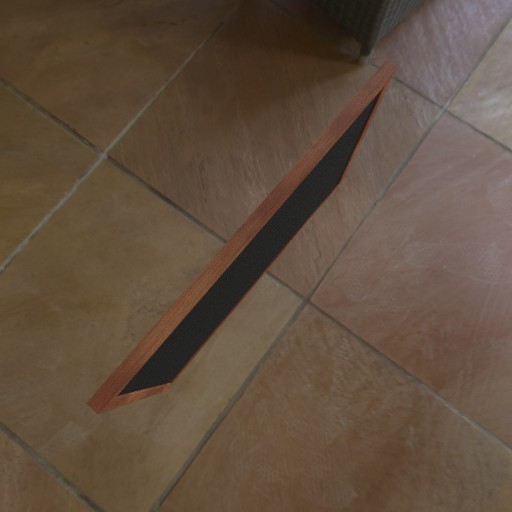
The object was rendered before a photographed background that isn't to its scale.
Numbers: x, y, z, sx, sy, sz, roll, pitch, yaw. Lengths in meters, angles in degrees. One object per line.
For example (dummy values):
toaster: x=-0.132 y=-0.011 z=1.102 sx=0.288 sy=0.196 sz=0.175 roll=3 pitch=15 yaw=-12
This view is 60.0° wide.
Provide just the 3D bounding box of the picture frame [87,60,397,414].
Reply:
picture frame: x=0.000 y=0.000 z=1.214 sx=0.029 sy=0.640 sz=0.950 roll=39 pitch=80 yaw=8
